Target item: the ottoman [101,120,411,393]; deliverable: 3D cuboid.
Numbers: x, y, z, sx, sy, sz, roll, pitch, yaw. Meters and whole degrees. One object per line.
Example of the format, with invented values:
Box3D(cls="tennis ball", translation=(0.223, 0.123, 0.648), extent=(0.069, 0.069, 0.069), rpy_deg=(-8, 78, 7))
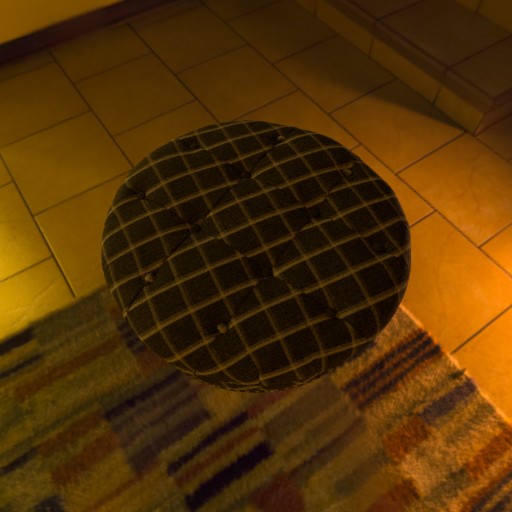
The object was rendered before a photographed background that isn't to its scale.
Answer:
Box3D(cls="ottoman", translation=(0.000, 0.000, 1.424), extent=(0.901, 0.439, 0.901), rpy_deg=(0, 59, 0))
